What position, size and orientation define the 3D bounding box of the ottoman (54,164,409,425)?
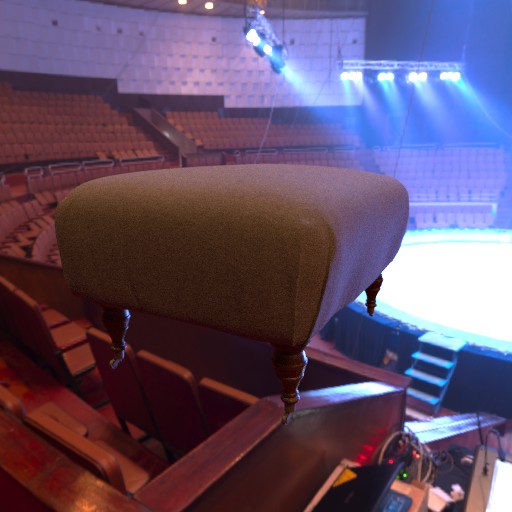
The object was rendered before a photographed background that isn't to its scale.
[{"bbox_3d":[0.000,0.000,1.115,0.622,0.450,0.747,8,16,28],"label":"ottoman"}]
